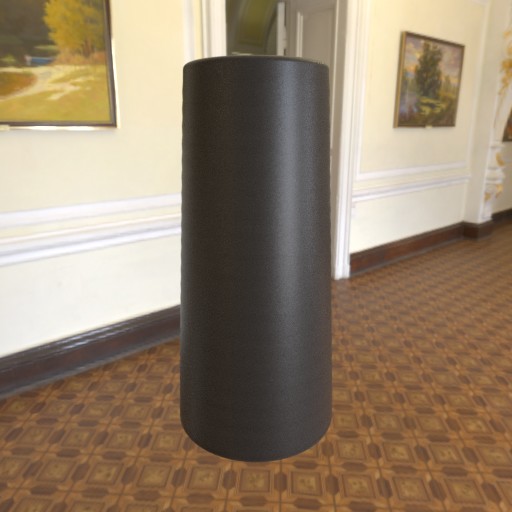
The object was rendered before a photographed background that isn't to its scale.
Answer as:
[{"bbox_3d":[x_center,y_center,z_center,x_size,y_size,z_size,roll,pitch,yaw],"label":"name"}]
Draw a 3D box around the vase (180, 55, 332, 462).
[{"bbox_3d":[0.000,0.000,0.363,0.136,0.289,0.136,-9,18,-27],"label":"vase"}]
